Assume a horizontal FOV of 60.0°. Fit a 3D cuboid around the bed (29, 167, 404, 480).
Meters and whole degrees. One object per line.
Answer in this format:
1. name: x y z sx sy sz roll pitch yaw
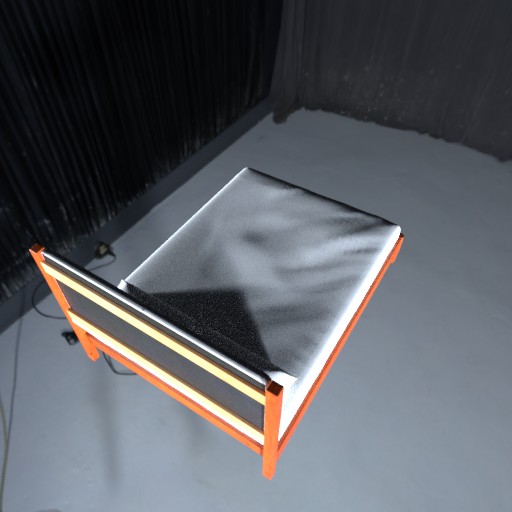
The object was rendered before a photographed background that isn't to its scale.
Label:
1. bed: 0.000 0.000 3.135 1.566 1.165 2.117 25 53 21
